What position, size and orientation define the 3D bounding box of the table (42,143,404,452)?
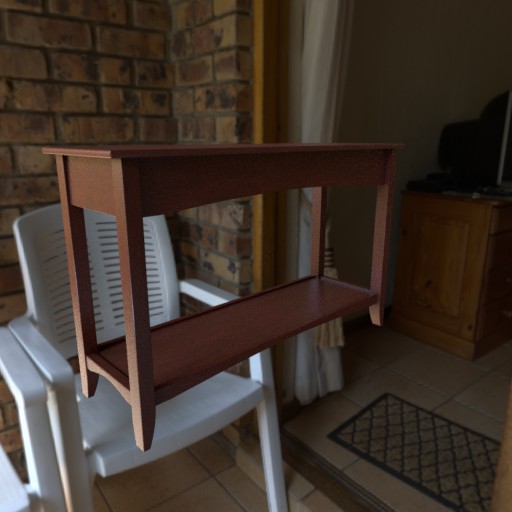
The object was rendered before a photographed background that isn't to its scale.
[{"bbox_3d":[0.000,0.000,1.522,1.188,0.739,0.392,-14,20,-42],"label":"table"}]
